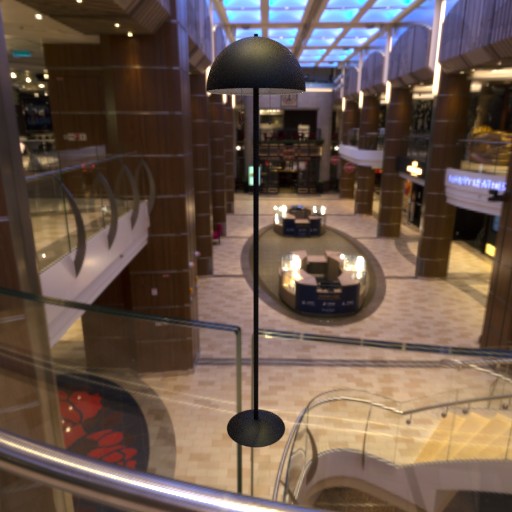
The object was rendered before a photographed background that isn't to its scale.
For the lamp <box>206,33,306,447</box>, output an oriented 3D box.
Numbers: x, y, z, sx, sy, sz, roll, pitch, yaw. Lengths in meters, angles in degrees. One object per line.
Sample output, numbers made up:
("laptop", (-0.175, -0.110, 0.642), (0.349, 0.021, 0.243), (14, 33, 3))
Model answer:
("lamp", (0.000, 0.000, 1.627), (0.328, 1.480, 0.328), (-16, 23, -43))
